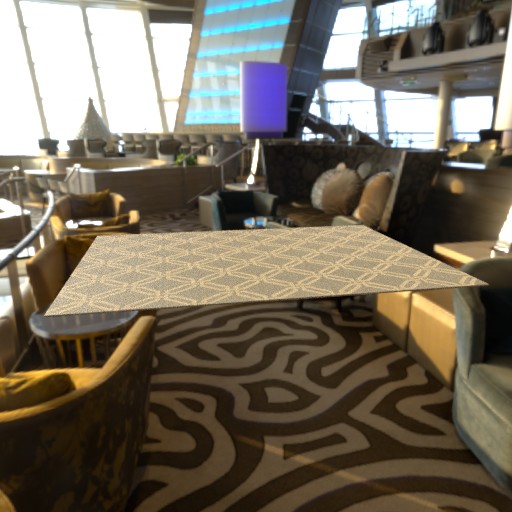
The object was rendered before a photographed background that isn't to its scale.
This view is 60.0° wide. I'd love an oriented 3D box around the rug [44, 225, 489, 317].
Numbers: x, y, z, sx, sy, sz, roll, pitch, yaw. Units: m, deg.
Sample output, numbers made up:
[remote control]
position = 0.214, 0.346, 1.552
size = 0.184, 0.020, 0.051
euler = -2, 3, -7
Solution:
[rug]
position = 0.000, 0.000, 4.412
size = 3.353, 0.013, 2.438
euler = -3, 16, -11
